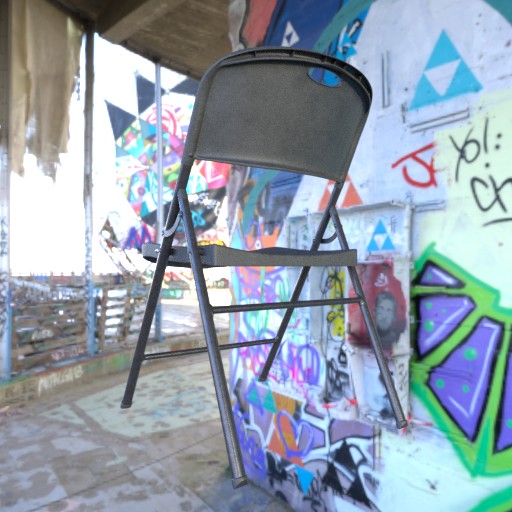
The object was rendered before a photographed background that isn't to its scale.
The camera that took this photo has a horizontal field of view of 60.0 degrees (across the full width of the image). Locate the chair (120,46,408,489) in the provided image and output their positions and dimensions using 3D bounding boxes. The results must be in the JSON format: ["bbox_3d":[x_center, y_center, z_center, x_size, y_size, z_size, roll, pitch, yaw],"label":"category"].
[{"bbox_3d":[0.000,0.000,1.118,0.494,0.810,0.567,1,-2,-37],"label":"chair"}]
